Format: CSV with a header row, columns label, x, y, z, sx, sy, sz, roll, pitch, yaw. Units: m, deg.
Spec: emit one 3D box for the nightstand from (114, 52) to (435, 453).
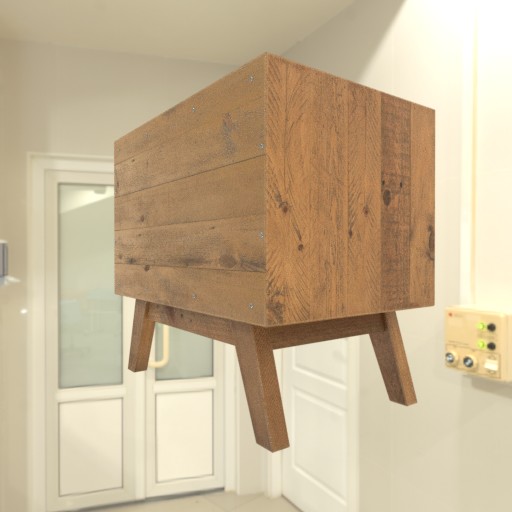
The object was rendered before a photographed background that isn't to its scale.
label,x,y,z,sx,sy,sz,roll,pitch,yaw
nightstand,0.000,0.000,1.038,0.450,0.599,0.650,0,1,-37
